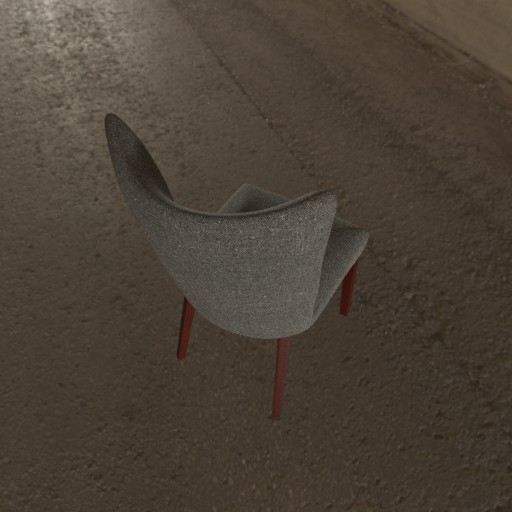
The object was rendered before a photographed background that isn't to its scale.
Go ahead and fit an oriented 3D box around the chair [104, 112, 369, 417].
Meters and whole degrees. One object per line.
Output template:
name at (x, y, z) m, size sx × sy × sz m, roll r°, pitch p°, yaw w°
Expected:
chair at (0.000, 0.000, 1.282) m, size 0.535 × 0.924 × 0.623 m, roll 24°, pitch 52°, yaw 21°
